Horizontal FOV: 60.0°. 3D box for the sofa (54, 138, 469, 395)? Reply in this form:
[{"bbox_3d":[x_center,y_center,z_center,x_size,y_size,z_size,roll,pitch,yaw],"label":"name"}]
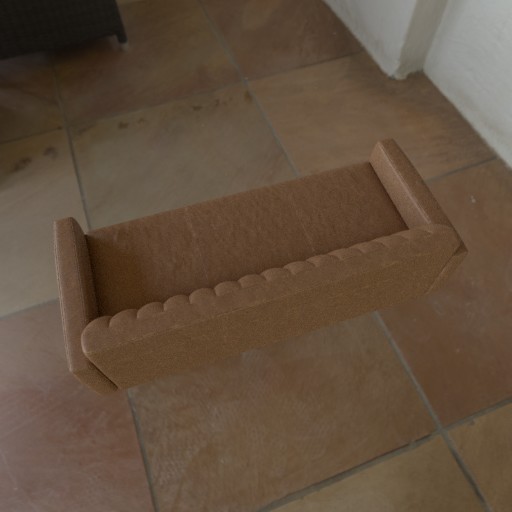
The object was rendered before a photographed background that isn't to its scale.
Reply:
[{"bbox_3d":[0.000,0.000,2.768,2.291,0.821,0.990,-16,60,-9],"label":"sofa"}]
